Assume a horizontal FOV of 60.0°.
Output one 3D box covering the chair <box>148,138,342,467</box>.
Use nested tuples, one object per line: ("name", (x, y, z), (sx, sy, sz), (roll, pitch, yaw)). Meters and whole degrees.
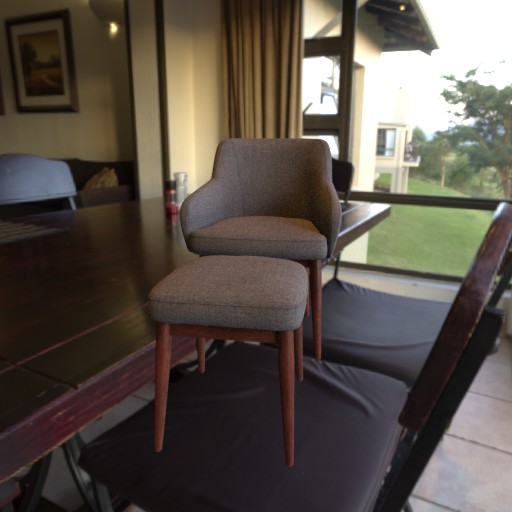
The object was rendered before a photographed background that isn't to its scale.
("chair", (0.000, 0.000, 1.564), (0.584, 0.799, 1.107), (2, 15, 9))
